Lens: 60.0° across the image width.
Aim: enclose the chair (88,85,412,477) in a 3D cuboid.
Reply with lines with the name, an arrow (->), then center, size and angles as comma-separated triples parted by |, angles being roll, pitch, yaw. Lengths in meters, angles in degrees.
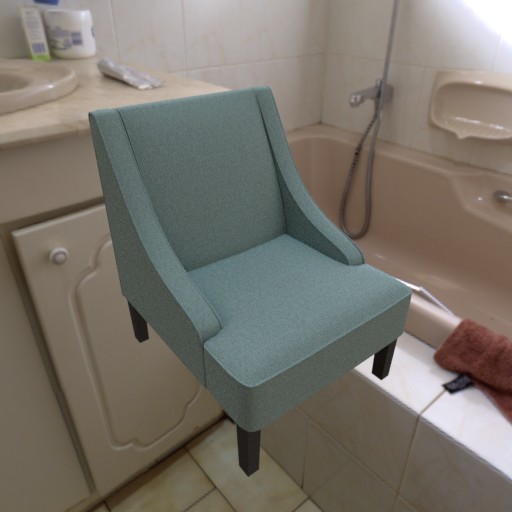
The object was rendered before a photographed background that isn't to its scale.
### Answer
chair -> 0.000, 0.000, 1.856 | 0.857, 1.133, 1.025 | -22, 37, -32
